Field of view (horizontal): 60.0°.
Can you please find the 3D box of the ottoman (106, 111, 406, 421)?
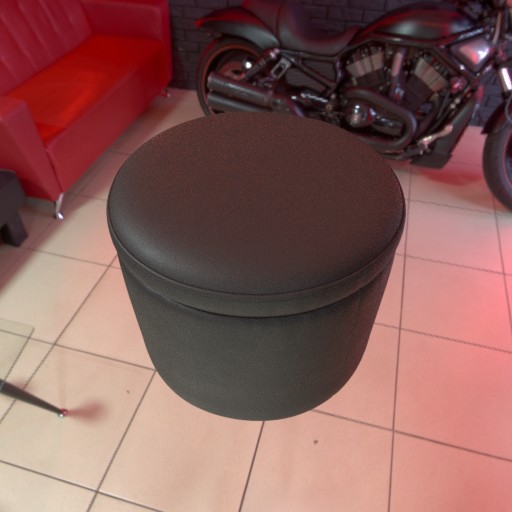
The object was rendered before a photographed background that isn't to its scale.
[{"bbox_3d":[0.000,0.000,0.868,0.500,0.409,0.500,0,45,0],"label":"ottoman"}]
